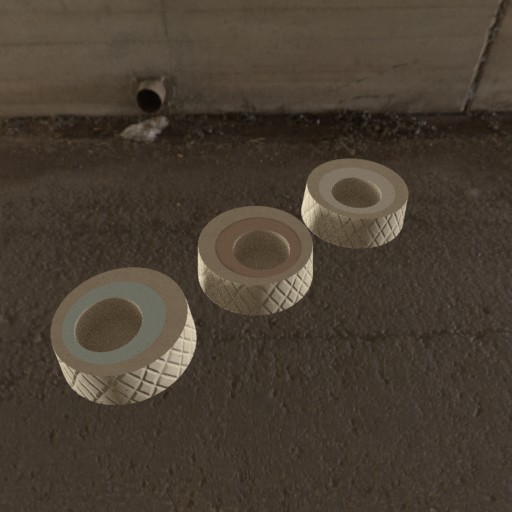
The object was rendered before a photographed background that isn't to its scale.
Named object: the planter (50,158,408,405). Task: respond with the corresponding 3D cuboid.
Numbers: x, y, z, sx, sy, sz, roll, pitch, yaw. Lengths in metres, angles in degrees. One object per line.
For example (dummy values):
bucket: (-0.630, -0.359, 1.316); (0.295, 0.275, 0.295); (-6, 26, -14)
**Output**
planter: (0.000, 0.000, 0.428); (0.390, 0.038, 0.114); (-30, 52, -26)
